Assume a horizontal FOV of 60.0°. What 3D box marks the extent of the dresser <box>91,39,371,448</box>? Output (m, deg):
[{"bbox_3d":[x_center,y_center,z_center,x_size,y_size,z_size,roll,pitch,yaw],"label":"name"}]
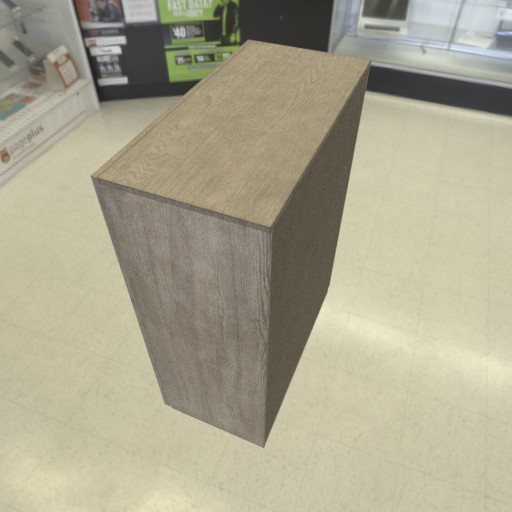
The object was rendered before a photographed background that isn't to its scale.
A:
[{"bbox_3d":[0.000,0.000,1.806,0.483,1.295,0.967,17,48,16],"label":"dresser"}]
